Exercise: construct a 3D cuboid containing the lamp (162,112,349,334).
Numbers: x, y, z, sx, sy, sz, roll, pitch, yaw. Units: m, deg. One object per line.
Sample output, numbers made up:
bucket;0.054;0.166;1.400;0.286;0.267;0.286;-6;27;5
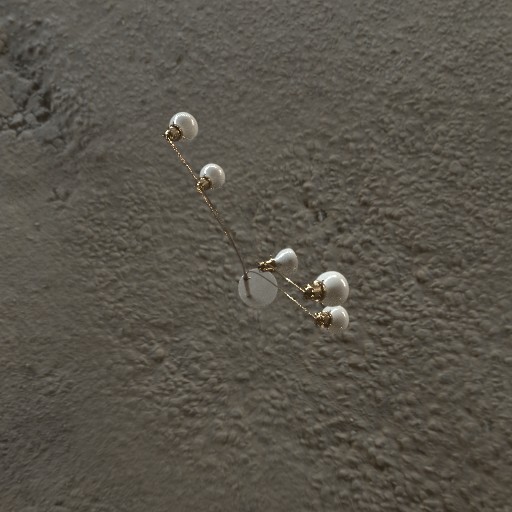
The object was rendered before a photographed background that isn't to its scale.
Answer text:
lamp;0.000;0.000;2.985;0.361;2.423;1.405;-37;79;-8
